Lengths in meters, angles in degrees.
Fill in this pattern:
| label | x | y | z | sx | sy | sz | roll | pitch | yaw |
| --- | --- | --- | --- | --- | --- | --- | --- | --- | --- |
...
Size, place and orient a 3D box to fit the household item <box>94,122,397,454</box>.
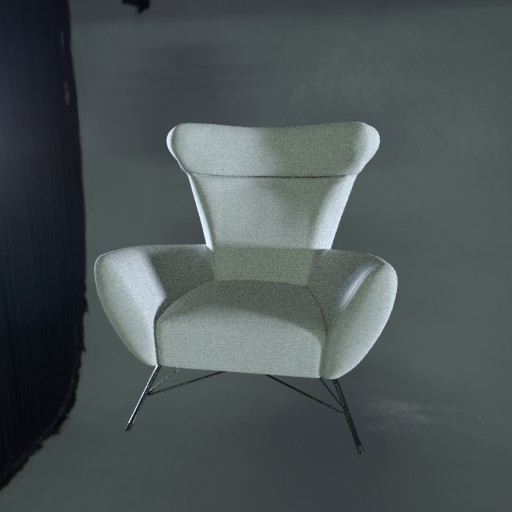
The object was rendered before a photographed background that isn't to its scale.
| label | x | y | z | sx | sy | sz | roll | pitch | yaw |
| --- | --- | --- | --- | --- | --- | --- | --- | --- | --- |
| household item | 0.000 | 0.000 | 1.777 | 0.980 | 1.050 | 0.900 | 2 | 14 | 8 |
